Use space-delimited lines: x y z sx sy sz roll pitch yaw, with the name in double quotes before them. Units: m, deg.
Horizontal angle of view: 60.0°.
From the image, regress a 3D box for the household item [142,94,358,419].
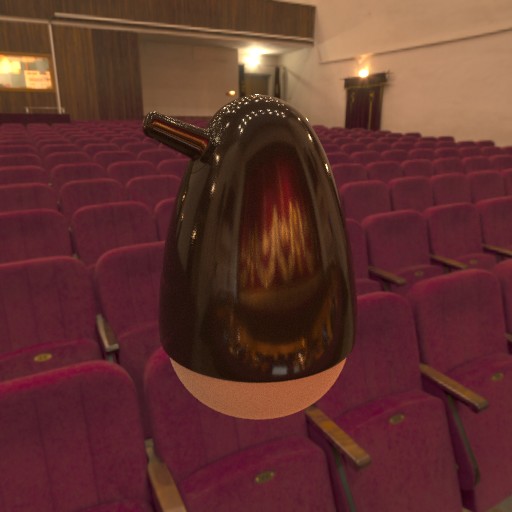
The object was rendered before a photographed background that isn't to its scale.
"household item" 0.000 0.000 0.221 0.104 0.152 0.102 -9 19 -26
